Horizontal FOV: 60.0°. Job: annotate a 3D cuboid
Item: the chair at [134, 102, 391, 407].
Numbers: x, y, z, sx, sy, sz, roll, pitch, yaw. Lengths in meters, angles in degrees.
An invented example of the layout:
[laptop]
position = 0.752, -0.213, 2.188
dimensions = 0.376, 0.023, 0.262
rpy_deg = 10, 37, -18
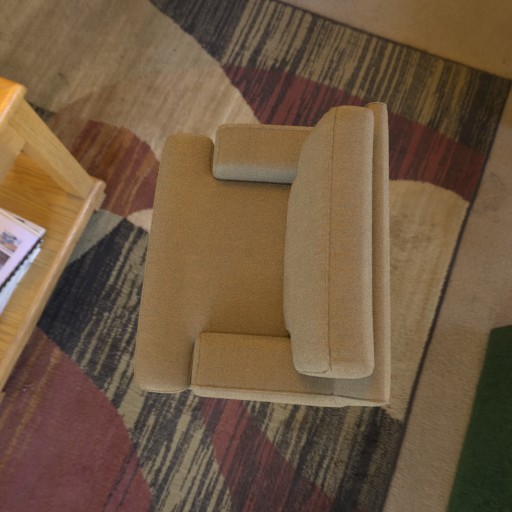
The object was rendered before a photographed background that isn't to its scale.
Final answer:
[chair]
position = 0.000, 0.000, 2.036
dimensions = 1.043, 0.974, 1.270
rpy_deg = 4, 75, 1
